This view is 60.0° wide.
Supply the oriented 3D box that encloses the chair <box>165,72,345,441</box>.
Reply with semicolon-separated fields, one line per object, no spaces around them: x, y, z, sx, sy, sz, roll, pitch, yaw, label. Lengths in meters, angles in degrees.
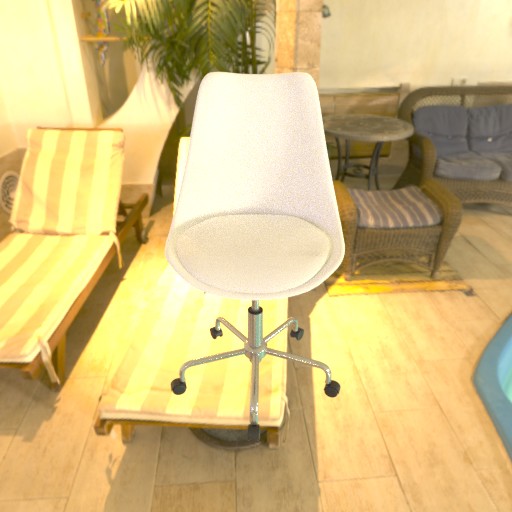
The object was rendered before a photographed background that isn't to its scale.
0.000;0.000;1.279;0.550;0.930;0.550;1;29;2;chair
